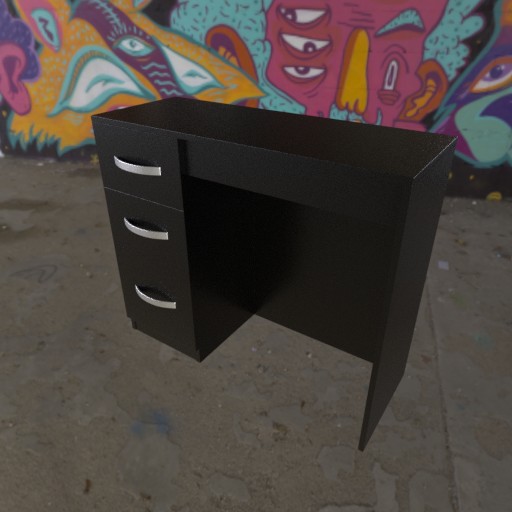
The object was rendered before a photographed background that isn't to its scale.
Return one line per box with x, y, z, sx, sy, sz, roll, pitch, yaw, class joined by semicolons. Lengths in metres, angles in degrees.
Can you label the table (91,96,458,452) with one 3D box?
0.000;0.000;1.365;0.930;0.790;0.380;19;35;29;table
